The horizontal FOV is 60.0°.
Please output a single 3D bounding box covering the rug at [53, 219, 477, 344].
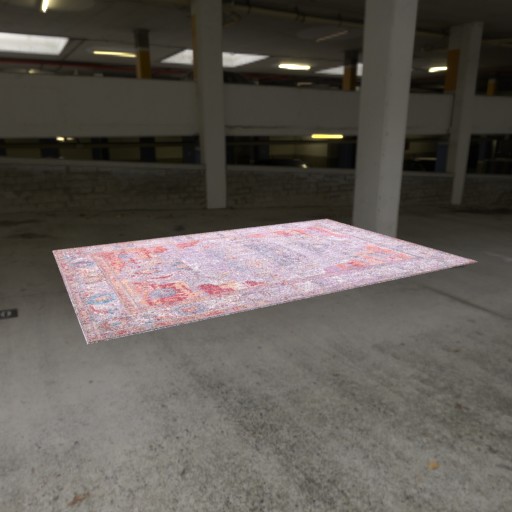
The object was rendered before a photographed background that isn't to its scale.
[{"bbox_3d":[0.000,0.000,2.286,1.829,0.005,1.219,-8,18,-27],"label":"rug"}]
